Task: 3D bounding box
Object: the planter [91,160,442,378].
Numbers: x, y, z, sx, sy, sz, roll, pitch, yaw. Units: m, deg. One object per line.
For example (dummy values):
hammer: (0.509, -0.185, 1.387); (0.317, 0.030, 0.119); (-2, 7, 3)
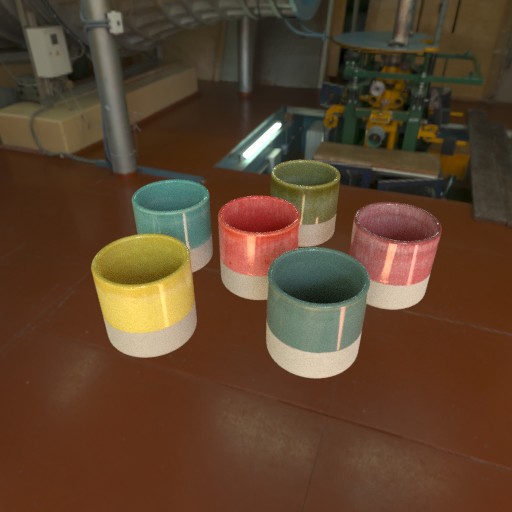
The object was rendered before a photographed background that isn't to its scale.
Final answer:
planter: (0.000, 0.000, 0.412); (0.286, 0.075, 0.257); (-22, 40, -29)
